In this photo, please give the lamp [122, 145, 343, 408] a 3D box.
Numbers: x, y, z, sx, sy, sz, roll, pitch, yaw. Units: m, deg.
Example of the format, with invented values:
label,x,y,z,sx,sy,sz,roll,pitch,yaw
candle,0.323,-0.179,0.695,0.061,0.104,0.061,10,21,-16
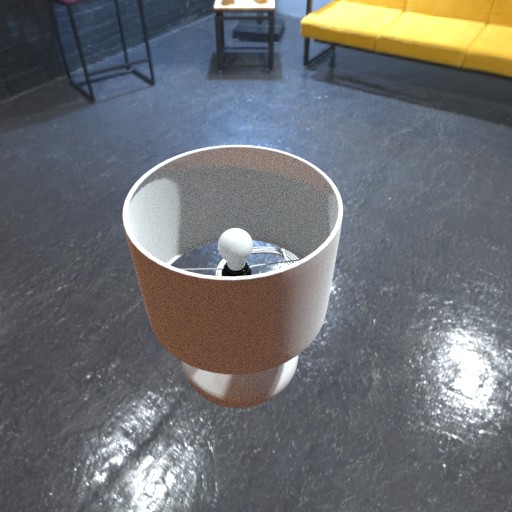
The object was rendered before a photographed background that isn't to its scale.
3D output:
label,x,y,z,sx,sy,sz,roll,pitch,yaw
lamp,0.000,0.000,0.868,0.401,0.457,0.546,26,50,25
